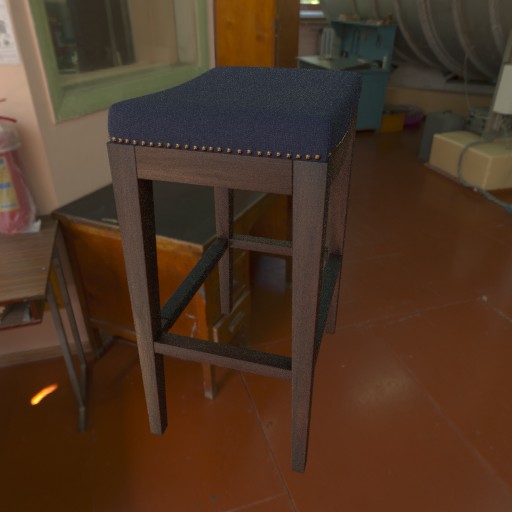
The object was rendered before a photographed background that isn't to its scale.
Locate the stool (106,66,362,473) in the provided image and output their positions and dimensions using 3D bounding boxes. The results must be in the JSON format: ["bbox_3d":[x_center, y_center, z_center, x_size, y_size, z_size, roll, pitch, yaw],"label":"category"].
[{"bbox_3d":[0.000,0.000,1.002,0.358,0.740,0.498,8,31,14],"label":"stool"}]
